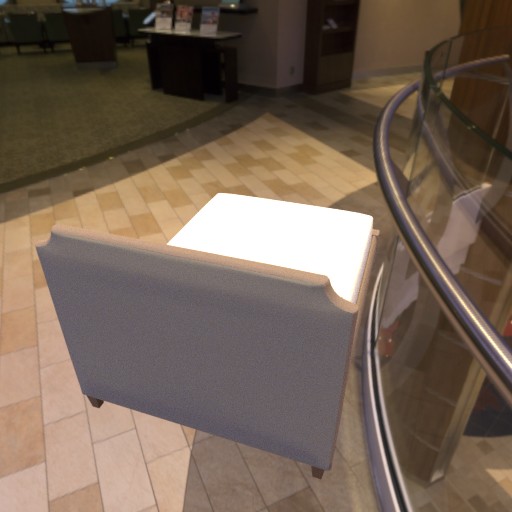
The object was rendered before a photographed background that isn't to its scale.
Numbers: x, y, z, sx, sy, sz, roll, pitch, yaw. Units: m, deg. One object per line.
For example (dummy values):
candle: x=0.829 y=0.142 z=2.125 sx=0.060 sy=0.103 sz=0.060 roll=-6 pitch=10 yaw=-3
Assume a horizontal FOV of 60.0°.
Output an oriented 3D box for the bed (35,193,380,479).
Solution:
bed: x=0.000 y=0.000 z=3.356 sx=1.713 sy=1.443 sz=2.372 roll=11 pitch=34 yaw=16
